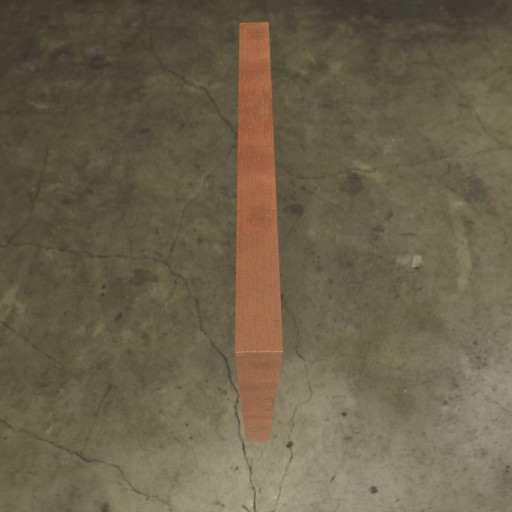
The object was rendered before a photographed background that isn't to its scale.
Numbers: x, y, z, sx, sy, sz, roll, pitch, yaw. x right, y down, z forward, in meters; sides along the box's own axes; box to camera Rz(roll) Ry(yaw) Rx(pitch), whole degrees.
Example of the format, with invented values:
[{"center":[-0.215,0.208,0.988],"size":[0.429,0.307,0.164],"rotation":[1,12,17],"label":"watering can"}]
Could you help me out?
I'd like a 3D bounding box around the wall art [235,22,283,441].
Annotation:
[{"center":[0.000,0.000,0.593],"size":[0.035,0.403,0.403],"rotation":[-1,59,0],"label":"wall art"}]
